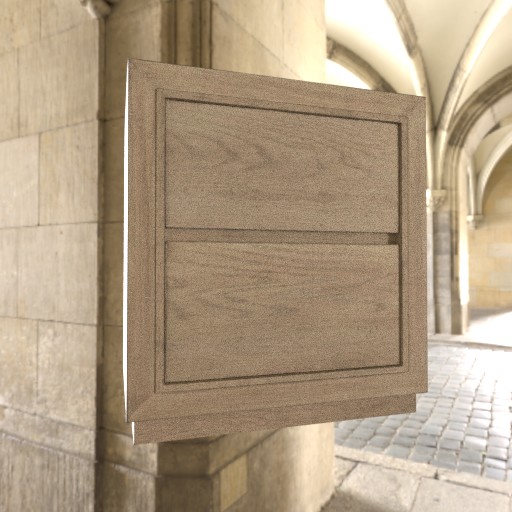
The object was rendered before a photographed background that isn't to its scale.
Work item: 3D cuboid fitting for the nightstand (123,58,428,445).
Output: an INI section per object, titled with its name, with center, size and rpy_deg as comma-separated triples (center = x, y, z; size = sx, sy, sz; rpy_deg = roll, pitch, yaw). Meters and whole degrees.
[nightstand]
center = 0.000, 0.000, 1.077
size = 0.612, 0.673, 0.483
rpy_deg = 0, -1, -17
